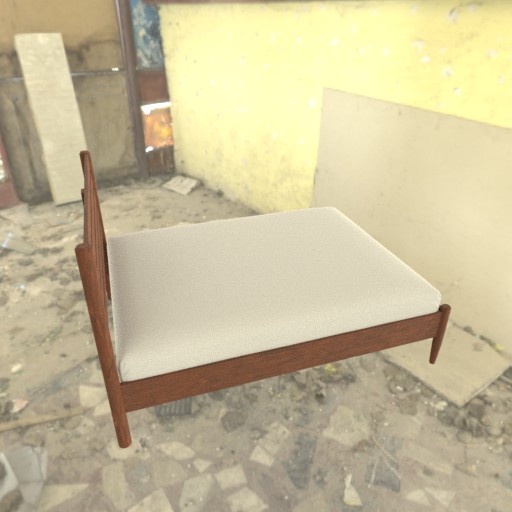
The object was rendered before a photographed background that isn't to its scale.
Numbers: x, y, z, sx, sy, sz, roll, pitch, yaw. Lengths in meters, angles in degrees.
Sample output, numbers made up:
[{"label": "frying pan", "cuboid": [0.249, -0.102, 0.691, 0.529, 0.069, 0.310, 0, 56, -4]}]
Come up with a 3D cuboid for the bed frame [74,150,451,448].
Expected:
[{"label": "bed frame", "cuboid": [0.000, 0.000, 3.254, 2.234, 1.321, 1.655, -9, 30, -16]}]
